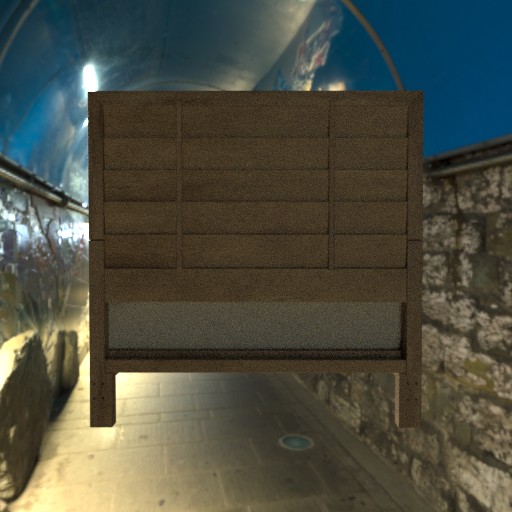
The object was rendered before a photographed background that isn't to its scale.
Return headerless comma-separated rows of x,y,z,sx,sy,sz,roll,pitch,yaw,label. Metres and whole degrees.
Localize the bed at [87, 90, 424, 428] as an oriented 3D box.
0.000,0.000,3.146,1.615,1.631,2.017,0,1,0,bed
